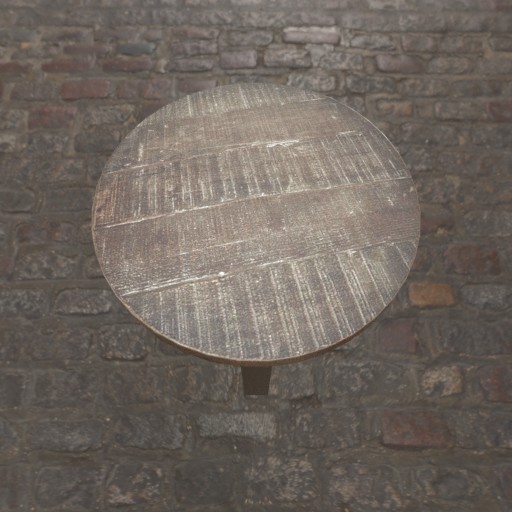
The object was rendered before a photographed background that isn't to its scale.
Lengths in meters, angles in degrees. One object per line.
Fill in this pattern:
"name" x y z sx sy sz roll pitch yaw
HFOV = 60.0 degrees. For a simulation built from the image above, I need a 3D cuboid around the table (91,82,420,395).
"table" 0.000 0.000 0.955 0.557 0.437 0.557 0 63 0
